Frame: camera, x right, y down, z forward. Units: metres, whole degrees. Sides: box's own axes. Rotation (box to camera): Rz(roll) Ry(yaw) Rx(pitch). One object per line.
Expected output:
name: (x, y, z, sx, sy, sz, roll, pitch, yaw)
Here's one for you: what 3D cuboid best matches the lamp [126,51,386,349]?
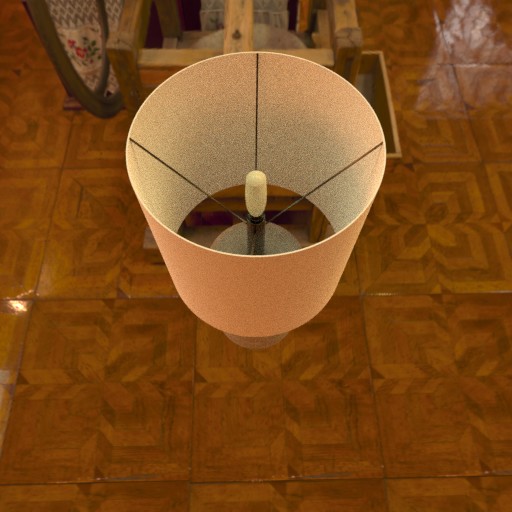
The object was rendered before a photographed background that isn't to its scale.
lamp: (0.000, 0.000, 0.540, 0.206, 0.416, 0.206, 1, 64, 0)
